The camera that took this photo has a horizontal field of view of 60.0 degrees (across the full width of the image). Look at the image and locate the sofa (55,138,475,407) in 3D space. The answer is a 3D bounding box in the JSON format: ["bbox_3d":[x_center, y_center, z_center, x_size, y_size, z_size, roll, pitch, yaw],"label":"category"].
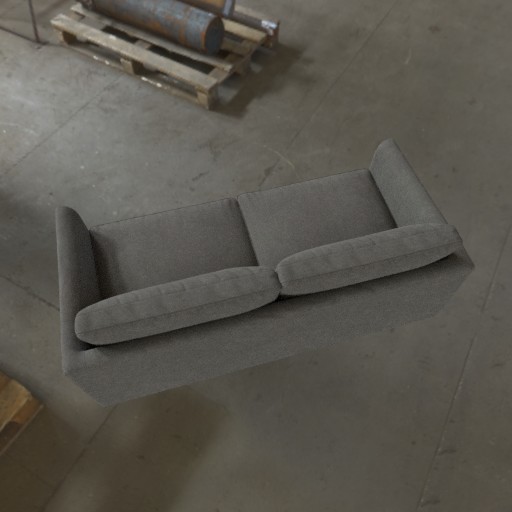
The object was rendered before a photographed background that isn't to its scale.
[{"bbox_3d":[0.000,0.000,2.752,2.257,0.838,1.092,-13,58,-8],"label":"sofa"}]
